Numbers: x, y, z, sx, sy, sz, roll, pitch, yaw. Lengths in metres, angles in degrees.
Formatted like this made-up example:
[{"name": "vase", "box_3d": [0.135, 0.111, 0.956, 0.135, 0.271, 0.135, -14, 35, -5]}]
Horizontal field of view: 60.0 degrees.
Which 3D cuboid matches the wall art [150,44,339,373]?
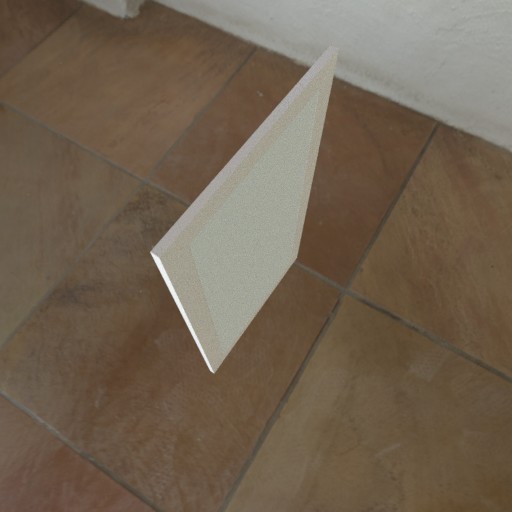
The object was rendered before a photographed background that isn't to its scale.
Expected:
[{"name": "wall art", "box_3d": [0.000, 0.000, 0.846, 0.013, 0.683, 0.380, 32, 69, 14]}]
